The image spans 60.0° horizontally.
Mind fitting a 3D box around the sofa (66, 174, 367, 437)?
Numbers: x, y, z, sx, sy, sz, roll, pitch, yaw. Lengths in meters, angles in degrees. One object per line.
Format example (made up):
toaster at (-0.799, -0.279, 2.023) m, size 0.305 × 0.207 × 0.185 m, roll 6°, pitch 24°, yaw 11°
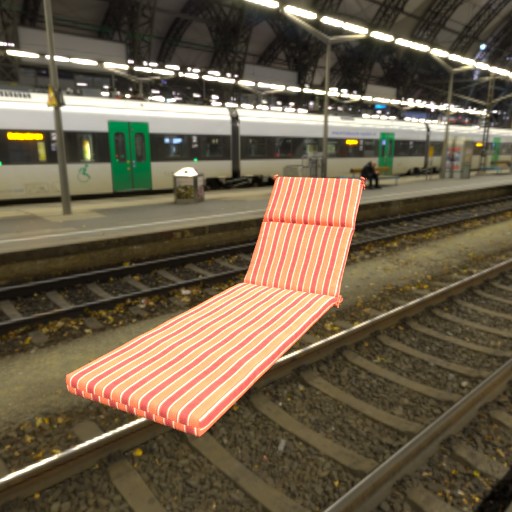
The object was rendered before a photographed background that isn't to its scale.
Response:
sofa at (0.000, 0.000, 1.942) m, size 0.582 × 0.622 × 1.663 m, roll 7°, pitch 15°, yaw 26°
